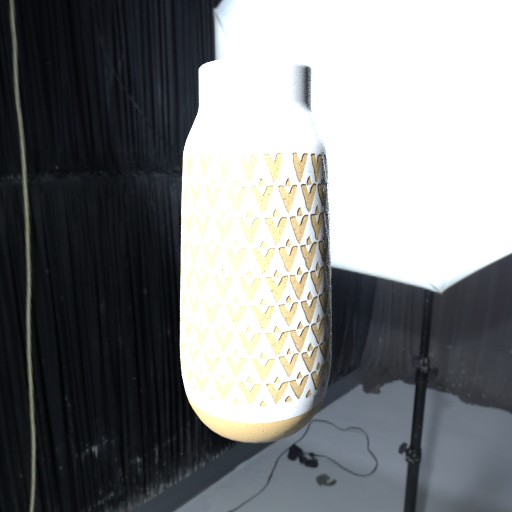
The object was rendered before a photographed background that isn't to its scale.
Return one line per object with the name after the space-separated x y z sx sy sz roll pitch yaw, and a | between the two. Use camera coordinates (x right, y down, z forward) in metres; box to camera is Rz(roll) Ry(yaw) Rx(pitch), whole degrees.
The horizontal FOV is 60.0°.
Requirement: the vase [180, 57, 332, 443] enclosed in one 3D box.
0.000 0.000 0.388 0.137 0.307 0.137 0 13 0 | vase
